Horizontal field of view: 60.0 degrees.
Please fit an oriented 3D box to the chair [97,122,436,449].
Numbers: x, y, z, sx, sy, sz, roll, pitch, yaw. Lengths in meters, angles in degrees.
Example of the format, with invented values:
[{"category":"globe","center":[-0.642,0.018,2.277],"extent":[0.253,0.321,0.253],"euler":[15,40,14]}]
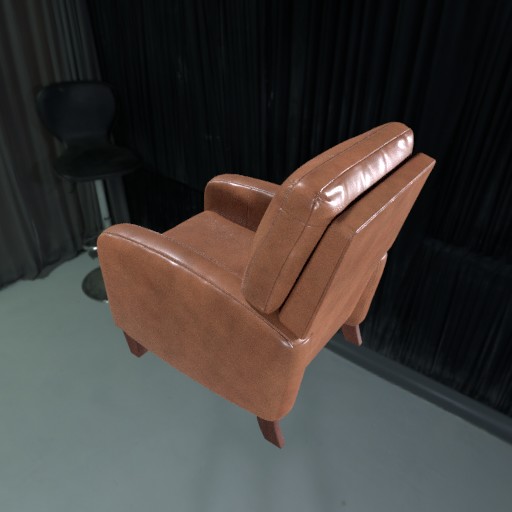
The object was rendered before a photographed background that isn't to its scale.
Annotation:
[{"category":"chair","center":[0.000,0.000,1.665],"extent":[0.990,0.990,0.762],"euler":[22,38,30]}]
